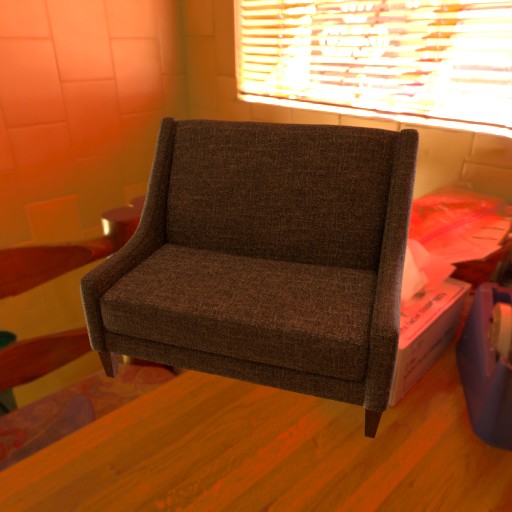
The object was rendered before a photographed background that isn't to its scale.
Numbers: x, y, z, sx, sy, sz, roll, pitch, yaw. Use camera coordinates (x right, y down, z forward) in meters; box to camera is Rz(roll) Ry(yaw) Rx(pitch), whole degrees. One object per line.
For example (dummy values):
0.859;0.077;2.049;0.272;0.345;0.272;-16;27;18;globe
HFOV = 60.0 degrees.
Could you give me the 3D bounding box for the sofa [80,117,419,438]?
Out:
0.000;0.000;1.932;1.242;1.021;0.870;8;27;16;sofa
